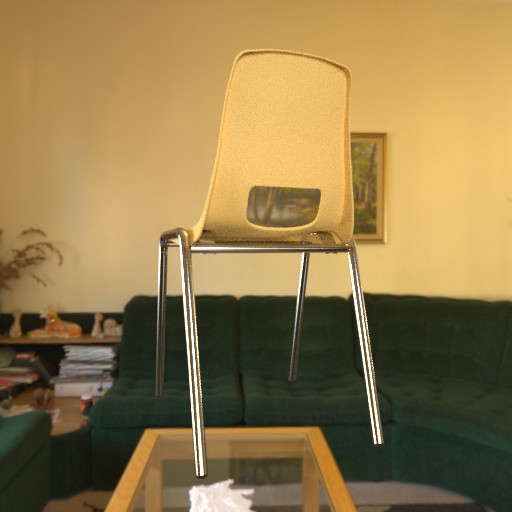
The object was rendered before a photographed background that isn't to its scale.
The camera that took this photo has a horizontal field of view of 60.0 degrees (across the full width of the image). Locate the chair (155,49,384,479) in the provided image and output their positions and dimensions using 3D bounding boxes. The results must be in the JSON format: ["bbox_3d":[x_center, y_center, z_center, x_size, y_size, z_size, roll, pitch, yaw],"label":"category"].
[{"bbox_3d":[0.000,0.000,0.956,0.381,0.704,0.436,0,1,-20],"label":"chair"}]
